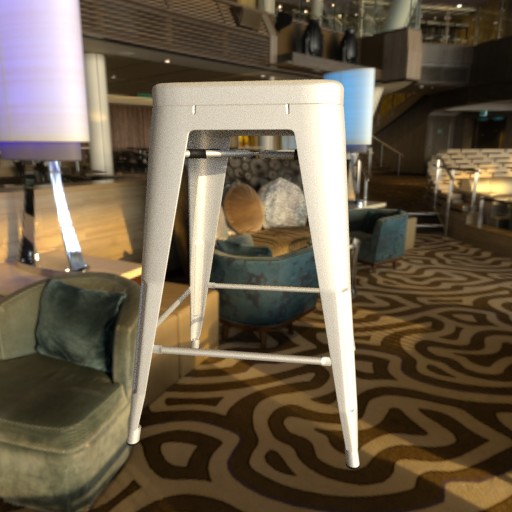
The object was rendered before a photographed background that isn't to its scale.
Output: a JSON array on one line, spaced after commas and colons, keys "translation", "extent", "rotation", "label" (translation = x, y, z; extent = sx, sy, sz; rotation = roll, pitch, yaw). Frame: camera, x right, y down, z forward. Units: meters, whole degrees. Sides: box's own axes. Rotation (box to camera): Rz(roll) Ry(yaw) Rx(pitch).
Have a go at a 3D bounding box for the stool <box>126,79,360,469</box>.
[{"translation": [0.000, 0.000, 0.875], "extent": [0.406, 0.610, 0.406], "rotation": [2, 14, 9], "label": "stool"}]
